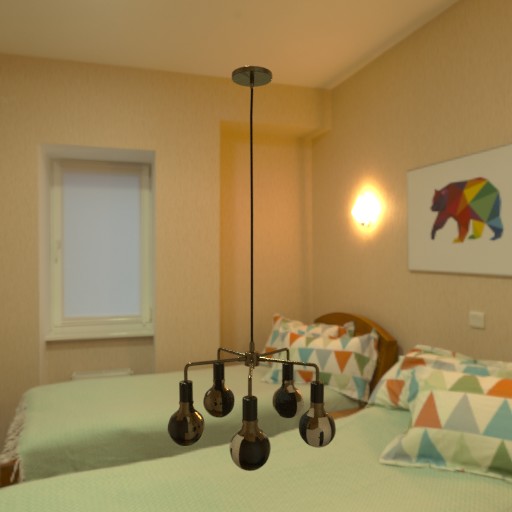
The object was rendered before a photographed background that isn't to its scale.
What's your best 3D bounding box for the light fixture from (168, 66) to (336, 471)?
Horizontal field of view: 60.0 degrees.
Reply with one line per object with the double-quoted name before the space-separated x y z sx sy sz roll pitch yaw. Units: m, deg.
"light fixture" 0.000 0.000 1.223 0.438 0.988 0.421 0 1 37
